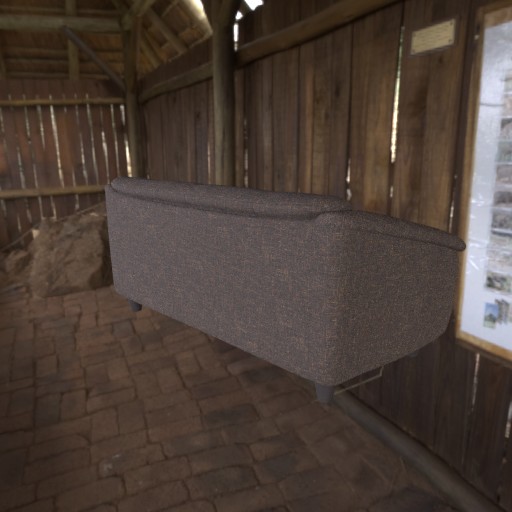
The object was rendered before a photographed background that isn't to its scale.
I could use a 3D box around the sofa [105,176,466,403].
[{"bbox_3d":[0.000,0.000,2.305,1.849,0.790,0.887,13,19,43],"label":"sofa"}]
